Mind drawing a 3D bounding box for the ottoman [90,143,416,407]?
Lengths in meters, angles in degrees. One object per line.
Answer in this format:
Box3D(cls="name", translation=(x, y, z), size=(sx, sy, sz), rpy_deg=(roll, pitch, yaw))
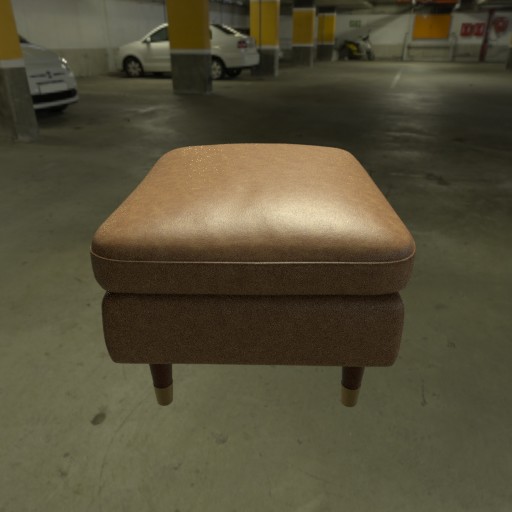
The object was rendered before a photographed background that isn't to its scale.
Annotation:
Box3D(cls="ottoman", translation=(0.000, 0.000, 1.136), size=(0.593, 0.478, 0.747), rpy_deg=(0, 26, 1))
